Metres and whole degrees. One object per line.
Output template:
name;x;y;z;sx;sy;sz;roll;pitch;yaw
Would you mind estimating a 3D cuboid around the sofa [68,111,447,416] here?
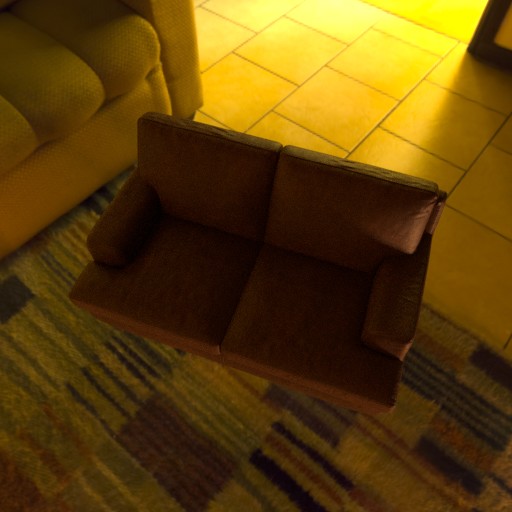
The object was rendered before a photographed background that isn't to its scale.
sofa;0.000;0.000;2.507;1.880;0.939;1.143;17;60;10
